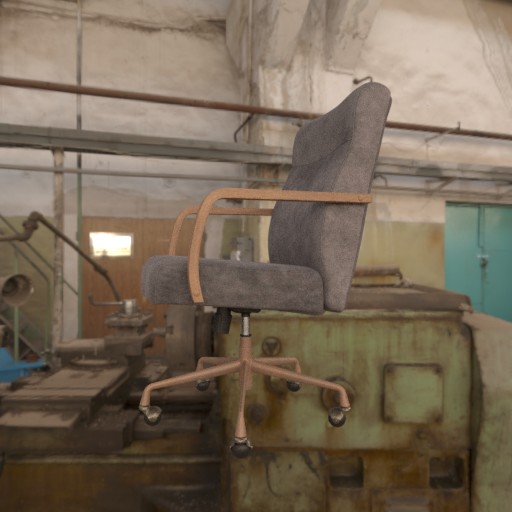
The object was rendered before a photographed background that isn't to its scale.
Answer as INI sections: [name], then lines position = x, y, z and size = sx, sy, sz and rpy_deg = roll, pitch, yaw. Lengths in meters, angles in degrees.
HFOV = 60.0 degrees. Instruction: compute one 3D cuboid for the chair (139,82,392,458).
[chair]
position = 0.000, 0.000, 1.439
size = 0.741, 1.029, 0.640
rpy_deg = 0, 1, -17
